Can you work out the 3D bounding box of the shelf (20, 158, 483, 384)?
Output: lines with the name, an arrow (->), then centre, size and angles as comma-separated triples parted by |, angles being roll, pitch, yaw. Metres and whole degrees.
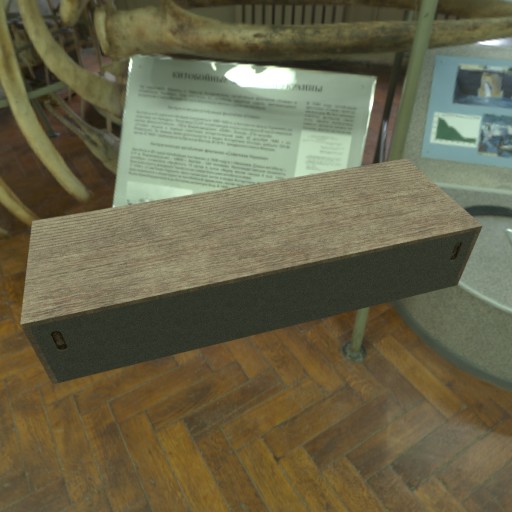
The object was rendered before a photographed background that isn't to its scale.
shelf -> 0.000, 0.000, 0.672 | 0.610, 0.125, 0.200 | -12, 43, -13
